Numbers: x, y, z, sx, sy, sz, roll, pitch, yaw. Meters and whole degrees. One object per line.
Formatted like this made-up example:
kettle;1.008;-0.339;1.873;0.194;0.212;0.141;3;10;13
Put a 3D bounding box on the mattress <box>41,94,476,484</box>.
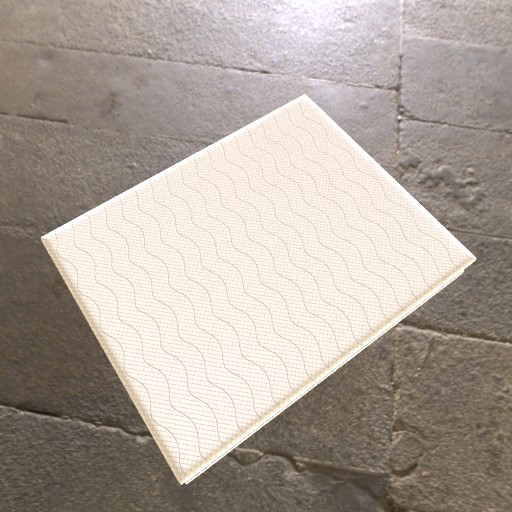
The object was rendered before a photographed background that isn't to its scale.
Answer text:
mattress;0.000;0.000;2.683;2.000;0.230;1.600;-33;68;-15
